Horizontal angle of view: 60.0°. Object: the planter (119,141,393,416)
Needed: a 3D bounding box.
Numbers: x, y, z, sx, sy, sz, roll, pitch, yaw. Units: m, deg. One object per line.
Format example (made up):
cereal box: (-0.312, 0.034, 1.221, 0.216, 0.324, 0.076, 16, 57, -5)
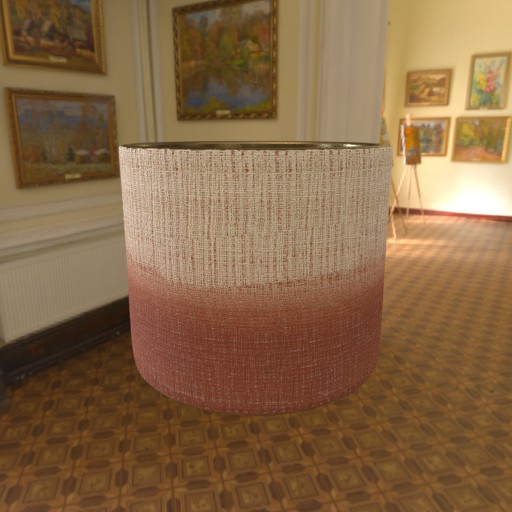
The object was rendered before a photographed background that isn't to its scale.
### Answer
planter: (0.000, 0.000, 0.449, 0.254, 0.221, 0.254, 0, 16, 0)
